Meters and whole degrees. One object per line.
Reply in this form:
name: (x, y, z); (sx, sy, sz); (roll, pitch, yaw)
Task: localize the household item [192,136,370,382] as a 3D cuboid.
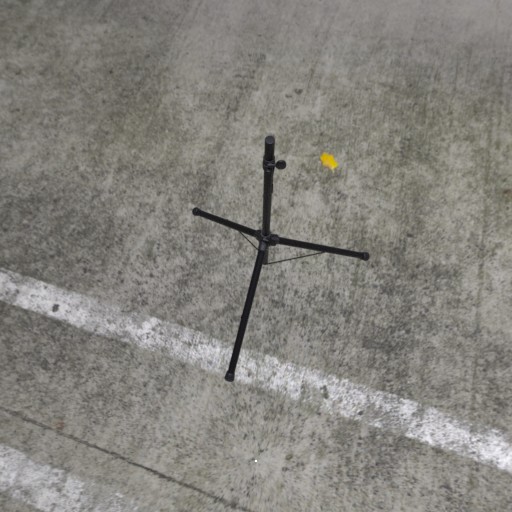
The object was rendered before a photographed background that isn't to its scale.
household item: (0.000, 0.000, 1.872); (1.045, 1.136, 0.907); (17, 66, 8)
